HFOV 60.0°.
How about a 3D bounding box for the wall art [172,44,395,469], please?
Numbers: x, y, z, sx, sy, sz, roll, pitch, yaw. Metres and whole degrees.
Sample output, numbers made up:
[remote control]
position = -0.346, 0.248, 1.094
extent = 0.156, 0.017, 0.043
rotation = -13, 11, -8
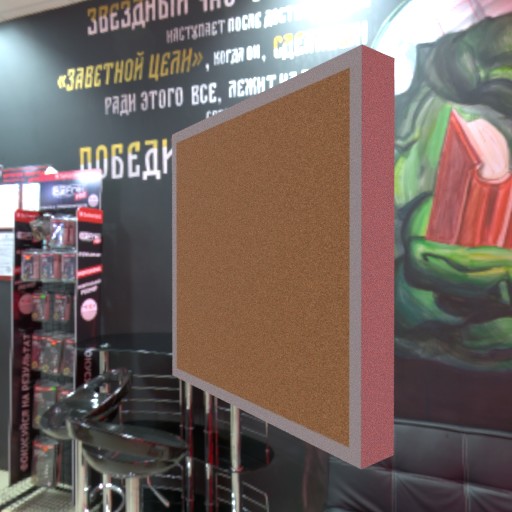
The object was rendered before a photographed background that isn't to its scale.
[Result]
[wall art]
position = 0.000, 0.000, 0.451
extent = 0.038, 0.305, 0.305
rotation = 0, 1, -37
